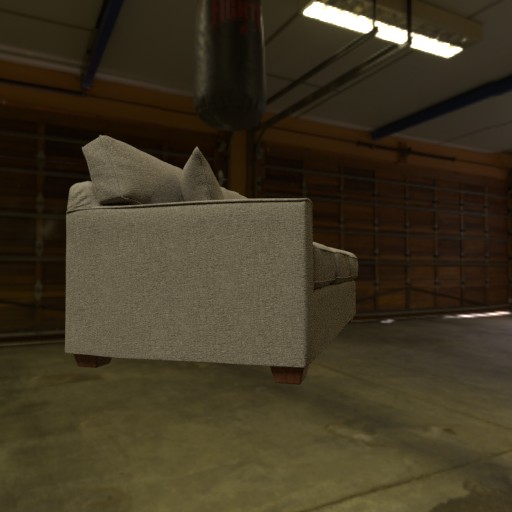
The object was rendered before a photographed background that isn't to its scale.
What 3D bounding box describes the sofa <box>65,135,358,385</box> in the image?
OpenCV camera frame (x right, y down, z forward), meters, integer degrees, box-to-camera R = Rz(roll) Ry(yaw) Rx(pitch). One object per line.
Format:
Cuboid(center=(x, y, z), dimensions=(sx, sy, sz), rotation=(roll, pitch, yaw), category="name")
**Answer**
Cuboid(center=(0.000, 0.000, 2.573), dimensions=(1.034, 0.946, 1.963), rotation=(-1, -2, 18), category="sofa")
